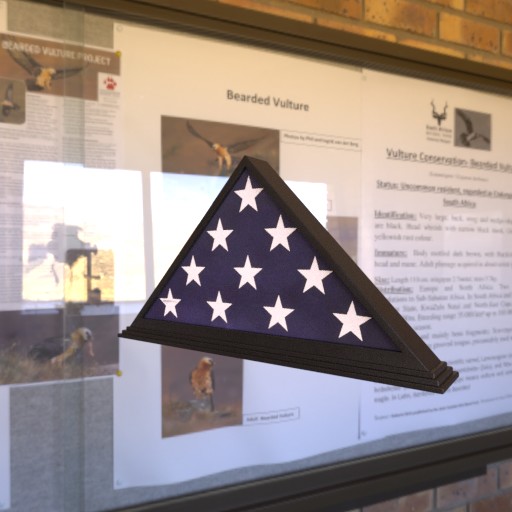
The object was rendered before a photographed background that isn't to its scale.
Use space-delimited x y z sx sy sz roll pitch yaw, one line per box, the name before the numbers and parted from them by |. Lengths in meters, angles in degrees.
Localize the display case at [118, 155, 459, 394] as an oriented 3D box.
display case | 0.000 0.000 0.774 0.640 0.340 0.095 0 1 35
